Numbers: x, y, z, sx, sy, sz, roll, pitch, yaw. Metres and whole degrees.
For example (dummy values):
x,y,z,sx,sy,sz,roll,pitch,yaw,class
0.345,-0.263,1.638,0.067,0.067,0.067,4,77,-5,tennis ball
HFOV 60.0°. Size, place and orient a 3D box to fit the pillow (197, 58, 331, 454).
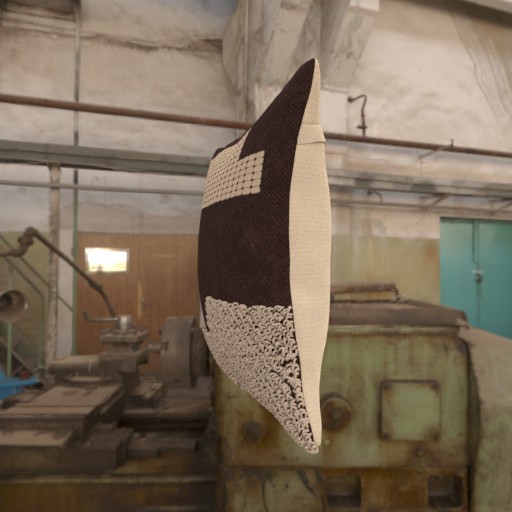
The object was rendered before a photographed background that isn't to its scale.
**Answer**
x,y,z,sx,sy,sz,roll,pitch,yaw,class
0.000,0.000,0.738,0.178,0.473,0.475,0,-1,-18,pillow
